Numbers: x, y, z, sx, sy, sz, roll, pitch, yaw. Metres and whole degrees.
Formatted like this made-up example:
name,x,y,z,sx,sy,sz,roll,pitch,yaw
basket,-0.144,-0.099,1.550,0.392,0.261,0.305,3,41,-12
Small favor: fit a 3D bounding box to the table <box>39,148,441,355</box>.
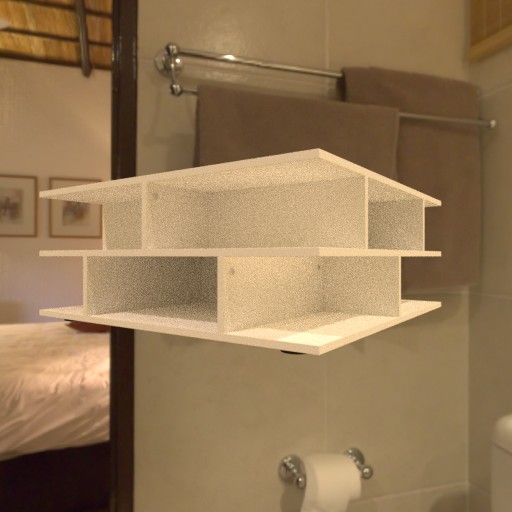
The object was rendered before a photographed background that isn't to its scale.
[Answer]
name,x,y,z,sx,sy,sz,roll,pitch,yaw
table,0.000,0.000,1.082,0.700,0.289,0.700,0,0,35
